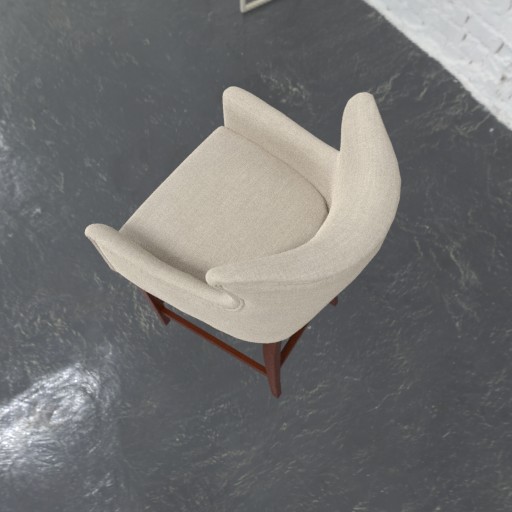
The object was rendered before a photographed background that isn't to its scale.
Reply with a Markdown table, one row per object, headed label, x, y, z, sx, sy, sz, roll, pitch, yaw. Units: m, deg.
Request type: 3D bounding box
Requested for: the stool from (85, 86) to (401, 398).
| label | x | y | z | sx | sy | sz | roll | pitch | yaw |
| --- | --- | --- | --- | --- | --- | --- | --- | --- | --- |
| stool | 0.000 | 0.000 | 1.374 | 0.637 | 0.987 | 0.615 | 32 | 68 | 15 |
